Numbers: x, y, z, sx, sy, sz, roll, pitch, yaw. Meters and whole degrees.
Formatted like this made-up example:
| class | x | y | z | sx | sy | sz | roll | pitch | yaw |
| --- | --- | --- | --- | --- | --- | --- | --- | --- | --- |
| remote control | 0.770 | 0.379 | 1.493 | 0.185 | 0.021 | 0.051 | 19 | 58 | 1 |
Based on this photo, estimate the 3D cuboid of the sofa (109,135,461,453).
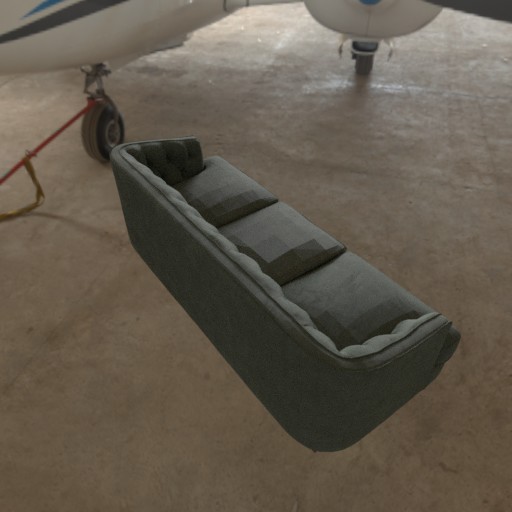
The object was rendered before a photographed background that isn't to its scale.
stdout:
| class | x | y | z | sx | sy | sz | roll | pitch | yaw |
| --- | --- | --- | --- | --- | --- | --- | --- | --- | --- |
| sofa | 0.000 | 0.000 | 2.698 | 0.941 | 0.855 | 2.278 | -26 | 48 | -27 |
